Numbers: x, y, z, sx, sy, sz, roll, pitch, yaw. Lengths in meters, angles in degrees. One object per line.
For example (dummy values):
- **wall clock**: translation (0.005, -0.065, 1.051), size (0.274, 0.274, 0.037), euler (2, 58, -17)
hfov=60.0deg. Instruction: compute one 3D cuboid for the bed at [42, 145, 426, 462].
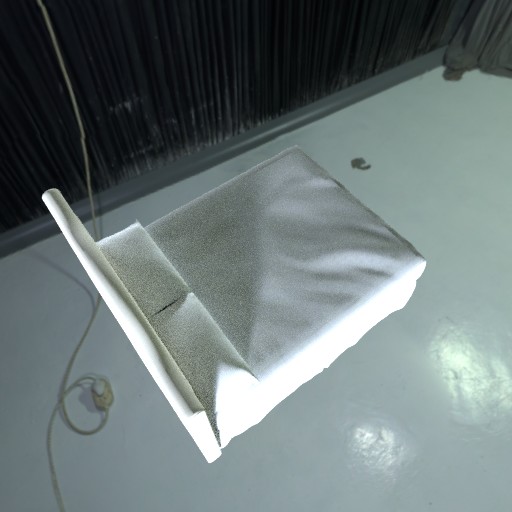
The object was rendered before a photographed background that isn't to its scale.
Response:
- **bed**: translation (0.000, 0.000, 3.313), size (2.143, 1.460, 1.753), euler (-32, 63, -19)
